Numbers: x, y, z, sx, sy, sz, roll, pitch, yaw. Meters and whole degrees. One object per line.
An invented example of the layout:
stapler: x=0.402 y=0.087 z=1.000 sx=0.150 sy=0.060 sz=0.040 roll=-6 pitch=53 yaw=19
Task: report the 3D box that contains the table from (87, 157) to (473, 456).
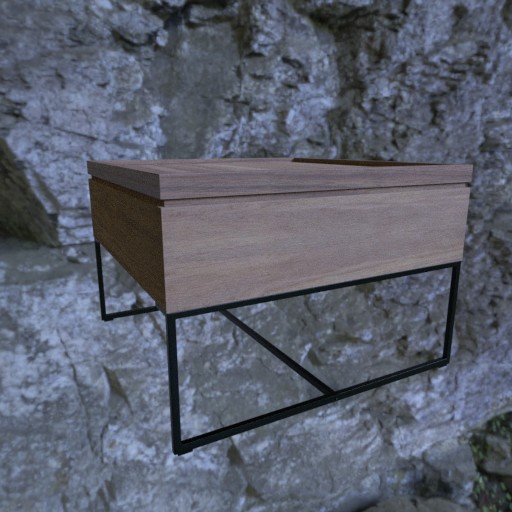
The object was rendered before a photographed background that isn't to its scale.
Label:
table: x=0.000 y=0.000 z=1.122 sx=0.676 sy=0.464 sz=0.679 roll=-7 pitch=16 yaw=-28
